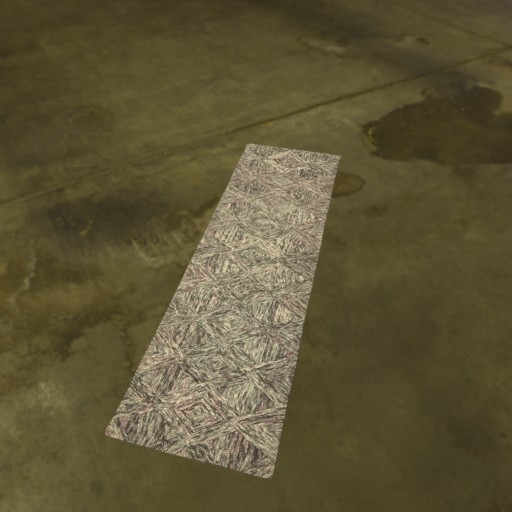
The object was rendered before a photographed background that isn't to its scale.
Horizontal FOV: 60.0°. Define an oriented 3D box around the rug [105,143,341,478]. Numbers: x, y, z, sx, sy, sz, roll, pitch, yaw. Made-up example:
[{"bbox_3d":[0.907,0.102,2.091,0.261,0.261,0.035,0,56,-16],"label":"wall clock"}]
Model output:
[{"bbox_3d":[0.000,0.000,2.535,0.719,0.013,2.305,10,46,10],"label":"rug"}]
